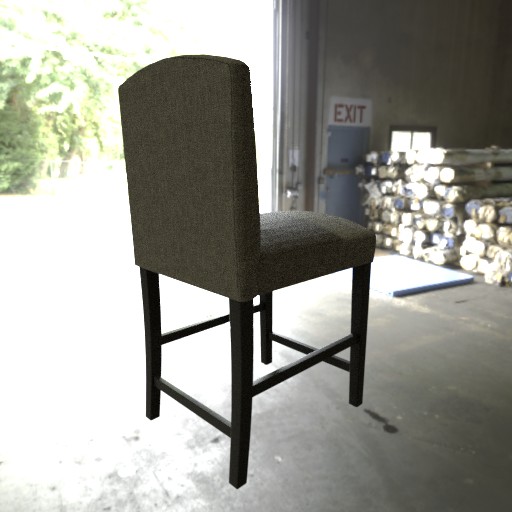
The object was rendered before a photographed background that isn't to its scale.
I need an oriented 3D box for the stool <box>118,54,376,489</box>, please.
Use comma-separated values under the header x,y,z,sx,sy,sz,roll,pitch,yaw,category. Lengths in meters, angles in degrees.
x,y,z,sx,sy,sz,roll,pitch,yaw,category
0.000,0.000,1.242,0.552,0.966,0.451,-12,18,-43,stool
